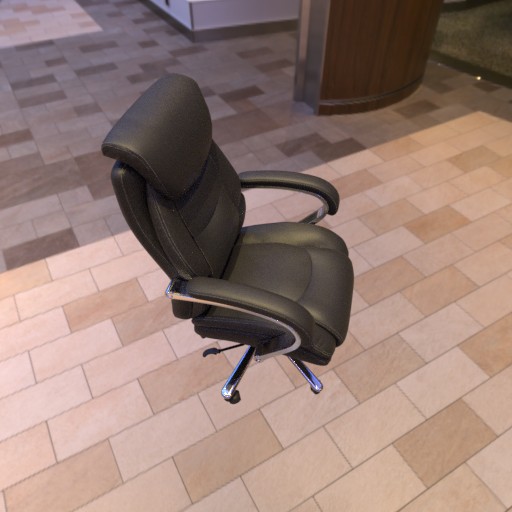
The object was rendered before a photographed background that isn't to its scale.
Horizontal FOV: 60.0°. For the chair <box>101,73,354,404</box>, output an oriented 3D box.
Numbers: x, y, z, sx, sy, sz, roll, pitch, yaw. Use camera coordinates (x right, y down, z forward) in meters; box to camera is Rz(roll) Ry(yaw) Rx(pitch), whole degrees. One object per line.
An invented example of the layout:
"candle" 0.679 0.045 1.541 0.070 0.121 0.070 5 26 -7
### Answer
"chair" 0.000 0.000 1.718 0.790 1.183 0.755 10 46 10
